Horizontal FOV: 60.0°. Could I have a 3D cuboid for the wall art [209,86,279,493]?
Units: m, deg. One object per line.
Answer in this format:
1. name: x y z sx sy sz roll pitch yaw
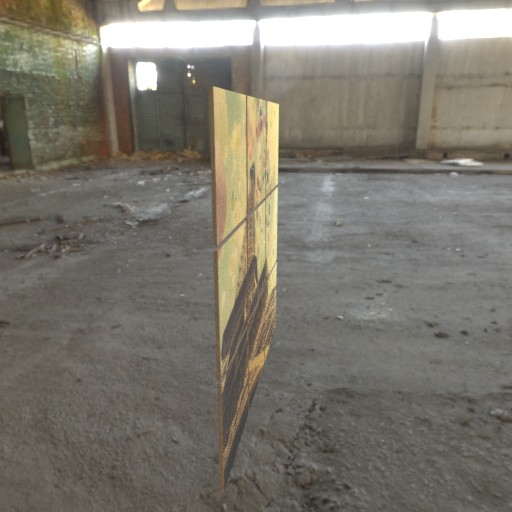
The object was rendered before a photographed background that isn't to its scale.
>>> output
1. wall art: 0.000 0.000 1.815 0.013 1.218 1.219 3 17 10
